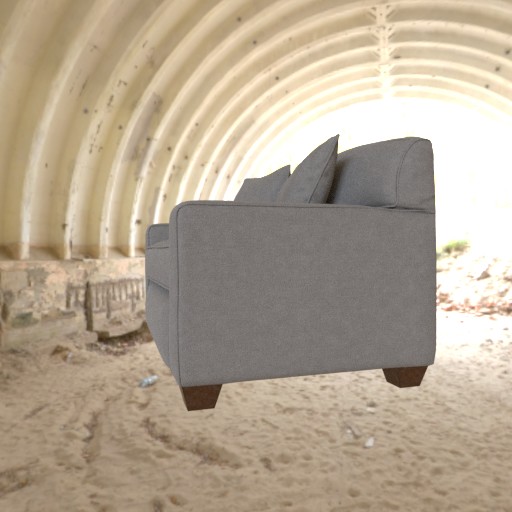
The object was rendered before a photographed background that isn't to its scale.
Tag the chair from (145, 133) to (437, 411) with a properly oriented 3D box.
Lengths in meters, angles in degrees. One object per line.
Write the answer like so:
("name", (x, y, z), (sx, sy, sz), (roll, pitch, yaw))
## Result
("chair", (0.000, 0.000, 2.113), (0.992, 0.953, 1.395), (0, 1, -18))
